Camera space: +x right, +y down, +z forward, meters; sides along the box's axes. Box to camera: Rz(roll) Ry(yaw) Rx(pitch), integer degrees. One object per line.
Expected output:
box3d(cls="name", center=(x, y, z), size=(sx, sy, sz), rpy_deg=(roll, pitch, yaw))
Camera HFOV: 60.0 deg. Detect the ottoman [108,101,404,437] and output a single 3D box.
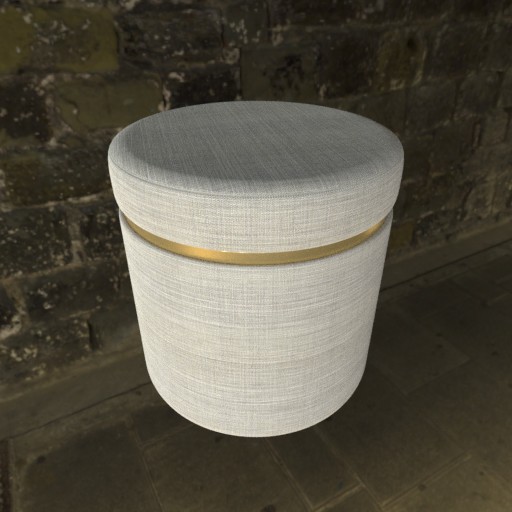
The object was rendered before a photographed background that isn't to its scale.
box3d(cls="ottoman", center=(0.000, 0.000, 0.717), size=(0.400, 0.406, 0.400), rpy_deg=(0, 32, 0))
